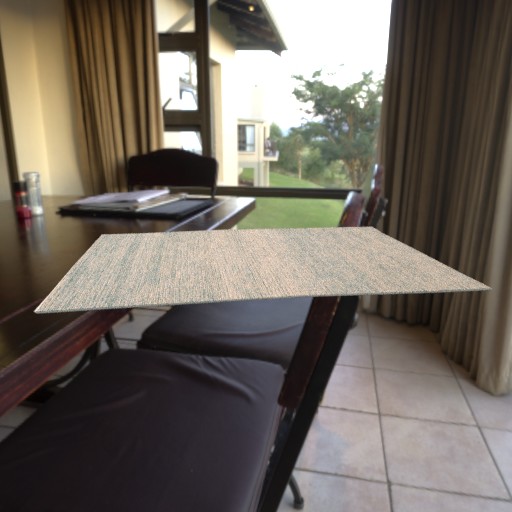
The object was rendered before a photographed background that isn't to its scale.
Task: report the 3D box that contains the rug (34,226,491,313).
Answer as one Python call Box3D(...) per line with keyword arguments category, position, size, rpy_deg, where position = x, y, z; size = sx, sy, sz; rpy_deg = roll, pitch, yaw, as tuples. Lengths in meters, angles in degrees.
Box3D(category="rug", position=(0.000, 0.000, 2.966), size=(2.306, 0.030, 1.613), rpy_deg=(-2, 16, -8))
